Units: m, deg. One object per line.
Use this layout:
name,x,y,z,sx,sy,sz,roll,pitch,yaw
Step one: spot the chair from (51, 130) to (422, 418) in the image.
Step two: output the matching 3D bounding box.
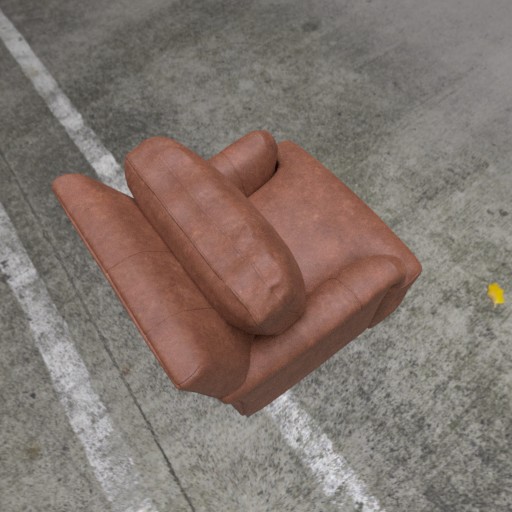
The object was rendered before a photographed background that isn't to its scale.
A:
chair,0.000,0.000,1.922,1.158,1.055,0.986,-32,64,-18
